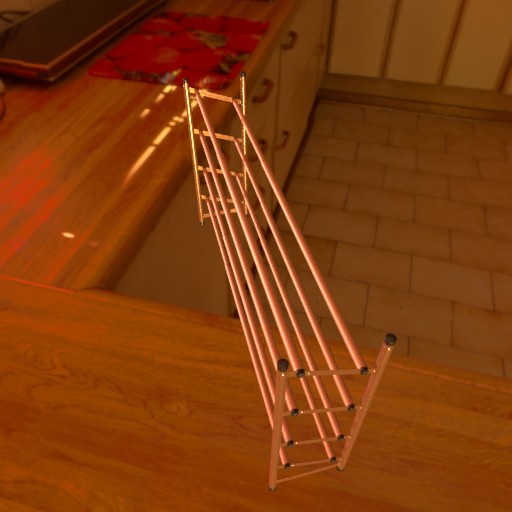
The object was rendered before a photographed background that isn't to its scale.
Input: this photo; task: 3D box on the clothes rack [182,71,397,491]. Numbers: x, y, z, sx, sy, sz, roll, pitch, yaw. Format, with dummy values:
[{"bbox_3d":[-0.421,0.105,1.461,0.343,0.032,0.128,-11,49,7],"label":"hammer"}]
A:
[{"bbox_3d":[0.000,0.000,1.408,0.229,0.672,1.168,-11,47,-10],"label":"clothes rack"}]
